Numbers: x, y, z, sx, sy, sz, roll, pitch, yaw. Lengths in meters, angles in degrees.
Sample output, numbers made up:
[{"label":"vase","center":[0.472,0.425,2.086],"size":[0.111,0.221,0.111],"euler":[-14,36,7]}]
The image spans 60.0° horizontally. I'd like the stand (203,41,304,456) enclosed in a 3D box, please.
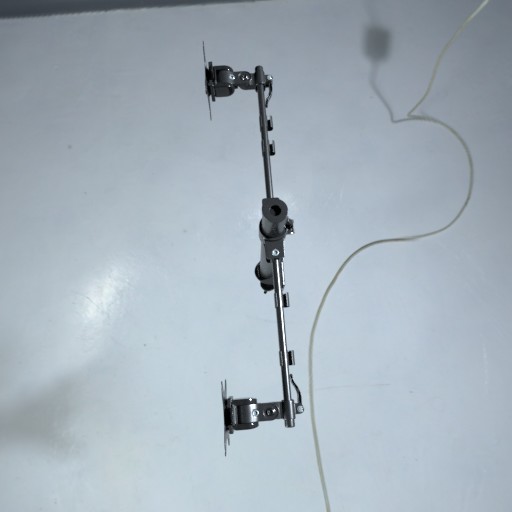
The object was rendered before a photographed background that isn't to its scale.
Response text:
[{"label":"stand","center":[0.000,0.000,1.008],"size":[0.150,0.603,0.743],"euler":[-4,76,-1]}]
